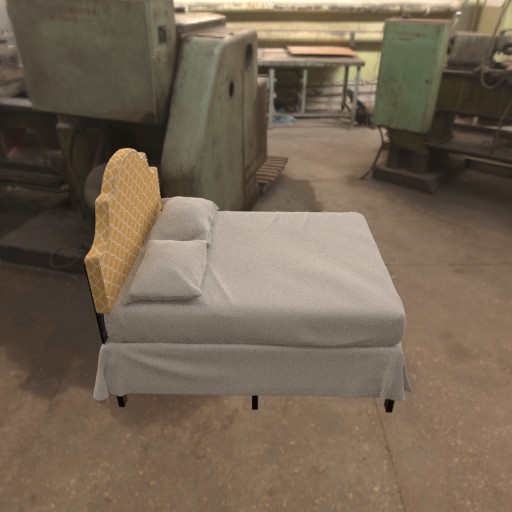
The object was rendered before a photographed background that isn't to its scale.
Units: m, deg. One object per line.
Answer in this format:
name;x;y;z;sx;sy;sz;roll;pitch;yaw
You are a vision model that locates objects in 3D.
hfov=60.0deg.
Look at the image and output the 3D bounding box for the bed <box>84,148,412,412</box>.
bed;0.000;0.000;3.461;2.222;1.633;1.780;1;31;1
